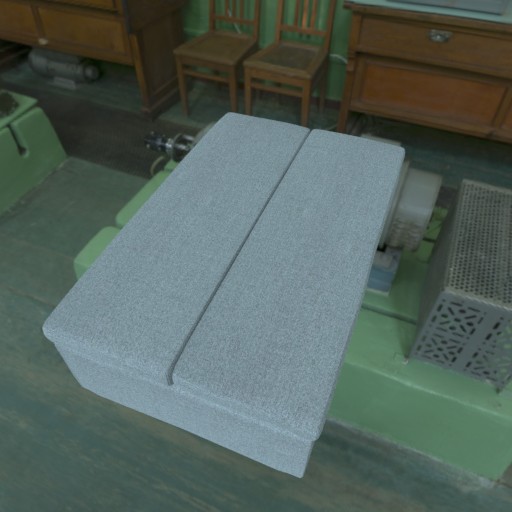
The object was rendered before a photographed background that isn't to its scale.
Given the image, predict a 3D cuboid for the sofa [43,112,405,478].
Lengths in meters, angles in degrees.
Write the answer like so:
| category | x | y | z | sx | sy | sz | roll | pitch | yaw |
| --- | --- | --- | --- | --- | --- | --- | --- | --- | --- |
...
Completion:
| category | x | y | z | sx | sy | sz | roll | pitch | yaw |
| --- | --- | --- | --- | --- | --- | --- | --- | --- | --- |
| sofa | 0.000 | 0.000 | 1.625 | 0.817 | 0.434 | 1.250 | 16 | 49 | 15 |
